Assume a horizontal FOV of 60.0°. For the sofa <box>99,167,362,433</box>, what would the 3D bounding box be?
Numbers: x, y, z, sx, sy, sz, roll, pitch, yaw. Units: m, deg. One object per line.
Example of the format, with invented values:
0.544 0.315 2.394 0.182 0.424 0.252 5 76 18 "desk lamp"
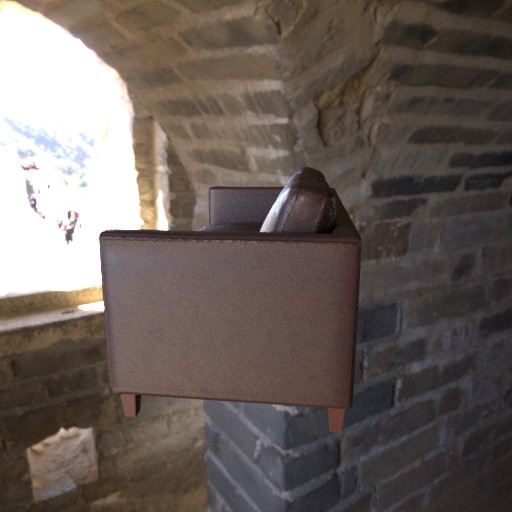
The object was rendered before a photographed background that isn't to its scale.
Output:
0.000 0.000 2.458 0.951 0.933 1.883 2 14 7 "sofa"
